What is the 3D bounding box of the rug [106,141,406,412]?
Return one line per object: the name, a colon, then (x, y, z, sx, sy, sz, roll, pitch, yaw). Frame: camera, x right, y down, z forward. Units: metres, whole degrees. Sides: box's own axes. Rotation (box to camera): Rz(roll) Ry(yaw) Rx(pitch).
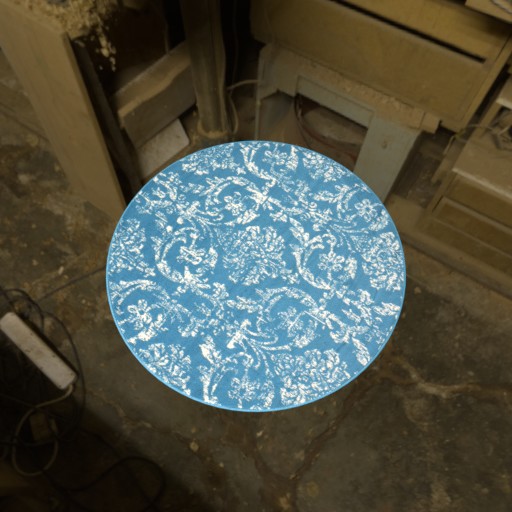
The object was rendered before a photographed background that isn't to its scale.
rug: (0.000, 0.000, 2.381, 1.593, 0.012, 1.593, 0, 63, 0)
